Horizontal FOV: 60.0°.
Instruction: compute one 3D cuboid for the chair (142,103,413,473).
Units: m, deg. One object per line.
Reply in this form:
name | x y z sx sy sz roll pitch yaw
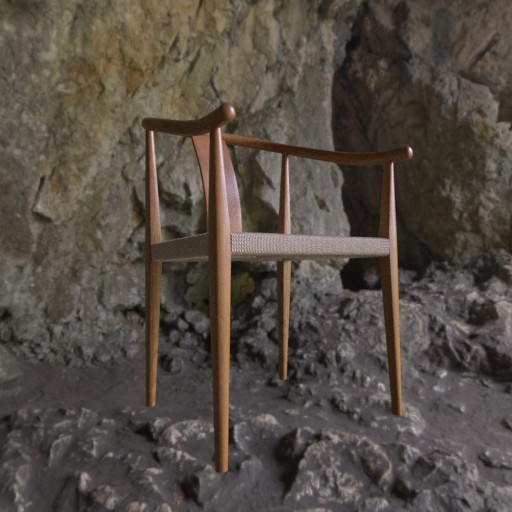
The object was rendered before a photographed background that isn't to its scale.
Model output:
chair | 0.000 0.000 1.173 0.556 0.800 0.579 0 0 -35
